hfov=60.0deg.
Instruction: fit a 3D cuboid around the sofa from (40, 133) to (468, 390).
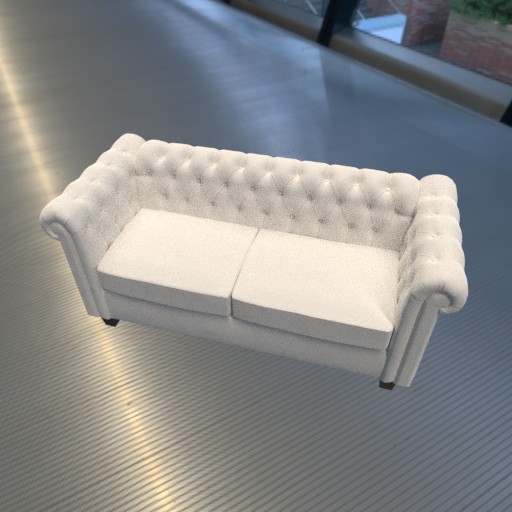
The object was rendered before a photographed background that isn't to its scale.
[{"bbox_3d":[0.000,0.000,2.250,1.798,0.796,0.771,10,43,11],"label":"sofa"}]
